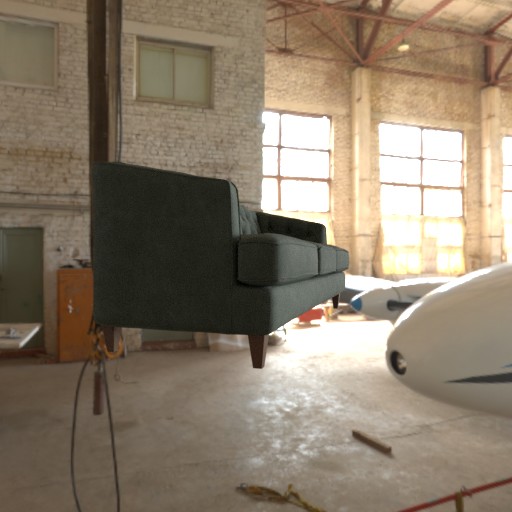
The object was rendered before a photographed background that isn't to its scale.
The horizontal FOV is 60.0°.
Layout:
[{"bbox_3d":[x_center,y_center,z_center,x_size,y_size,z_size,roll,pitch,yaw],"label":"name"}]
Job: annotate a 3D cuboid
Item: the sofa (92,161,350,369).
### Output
[{"bbox_3d":[0.000,0.000,2.781,0.941,0.855,2.278,0,0,18],"label":"sofa"}]
